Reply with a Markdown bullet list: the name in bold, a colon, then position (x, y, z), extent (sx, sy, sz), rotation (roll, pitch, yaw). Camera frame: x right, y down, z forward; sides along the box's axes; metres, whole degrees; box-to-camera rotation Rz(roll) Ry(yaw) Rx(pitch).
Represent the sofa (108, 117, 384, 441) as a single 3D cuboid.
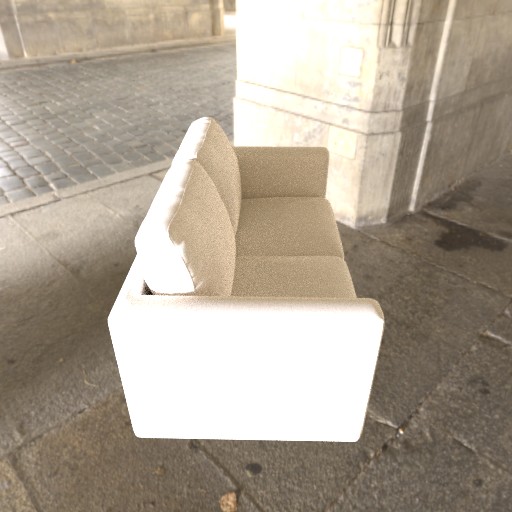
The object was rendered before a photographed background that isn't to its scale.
- **sofa**: position (0.000, 0.000, 1.930), extent (0.796, 0.908, 1.430), rotation (1, 33, 1)
